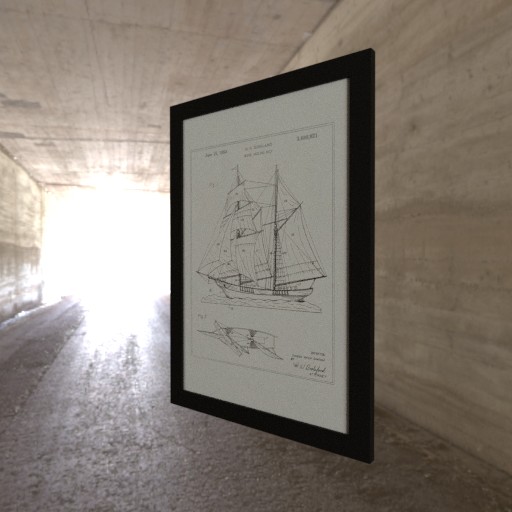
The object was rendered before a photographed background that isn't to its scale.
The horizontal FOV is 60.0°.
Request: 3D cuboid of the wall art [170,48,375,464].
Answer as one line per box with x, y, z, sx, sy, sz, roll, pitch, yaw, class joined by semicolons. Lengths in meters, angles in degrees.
0.000;0.000;0.591;0.326;0.459;0.011;0;1;37;wall art
